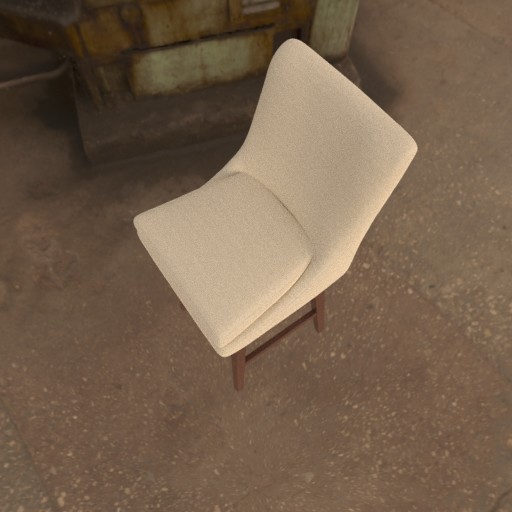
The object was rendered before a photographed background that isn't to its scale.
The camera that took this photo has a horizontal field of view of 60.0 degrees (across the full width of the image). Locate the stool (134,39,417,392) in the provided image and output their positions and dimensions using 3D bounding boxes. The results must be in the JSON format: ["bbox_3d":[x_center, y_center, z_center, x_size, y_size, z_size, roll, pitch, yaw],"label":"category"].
[{"bbox_3d":[0.000,0.000,1.406,0.559,1.093,0.483,-32,67,-16],"label":"stool"}]
